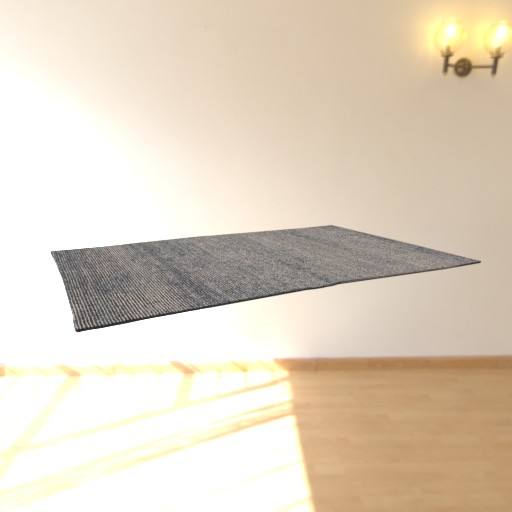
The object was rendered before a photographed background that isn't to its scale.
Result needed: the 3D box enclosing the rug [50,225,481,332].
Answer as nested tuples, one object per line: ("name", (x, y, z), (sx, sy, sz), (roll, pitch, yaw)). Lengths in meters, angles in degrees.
("rug", (0.000, 0.000, 2.180), (1.793, 0.025, 1.159), (-7, 15, -26))
